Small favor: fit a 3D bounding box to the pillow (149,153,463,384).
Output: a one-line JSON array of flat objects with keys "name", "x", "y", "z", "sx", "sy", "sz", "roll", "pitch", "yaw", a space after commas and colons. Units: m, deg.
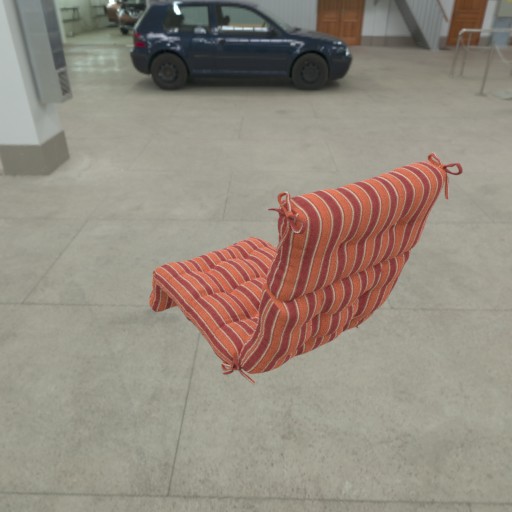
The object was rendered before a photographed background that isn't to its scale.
[{"name": "pillow", "x": 0.000, "y": 0.000, "z": 1.494, "sx": 0.526, "sy": 0.863, "sz": 1.016, "roll": -19, "pitch": 36, "yaw": -29}]
